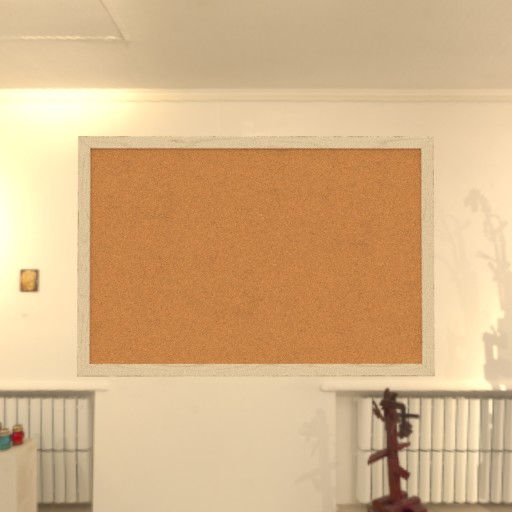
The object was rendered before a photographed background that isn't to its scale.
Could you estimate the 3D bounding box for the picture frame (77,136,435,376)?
[{"bbox_3d":[0.000,0.000,1.197,0.950,0.640,0.029,0,-1,0],"label":"picture frame"}]
